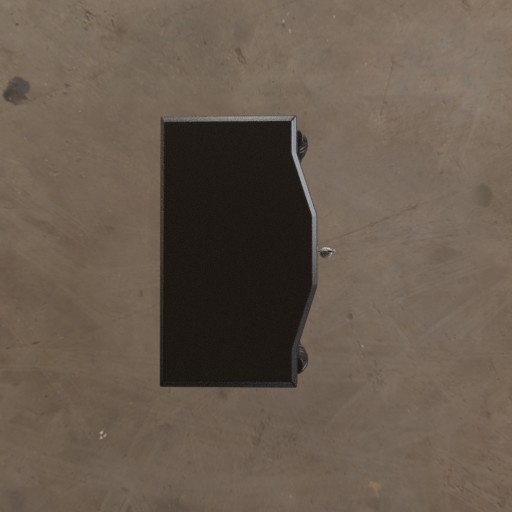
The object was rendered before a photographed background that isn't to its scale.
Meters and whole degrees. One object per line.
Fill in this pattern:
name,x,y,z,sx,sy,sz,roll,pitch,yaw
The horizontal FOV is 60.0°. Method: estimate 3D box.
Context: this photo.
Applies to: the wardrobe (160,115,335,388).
wardrobe,0.000,0.000,1.195,0.295,1.011,0.444,0,89,1
